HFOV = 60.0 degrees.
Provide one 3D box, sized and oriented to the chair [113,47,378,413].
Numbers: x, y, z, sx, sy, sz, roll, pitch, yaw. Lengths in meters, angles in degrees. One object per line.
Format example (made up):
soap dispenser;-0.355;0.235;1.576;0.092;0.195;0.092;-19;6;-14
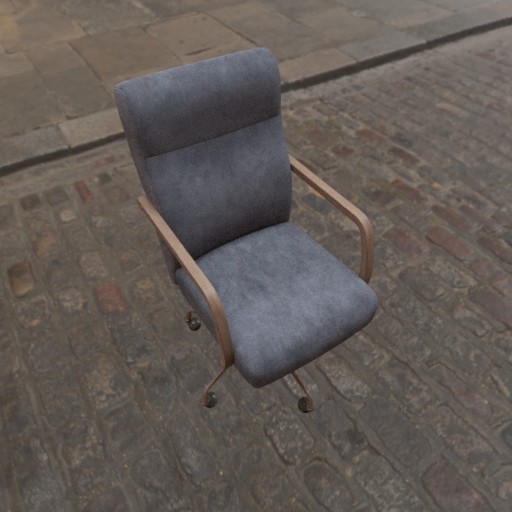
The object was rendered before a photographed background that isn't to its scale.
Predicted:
chair;0.000;0.000;1.439;0.640;1.029;0.741;-25;51;-22
